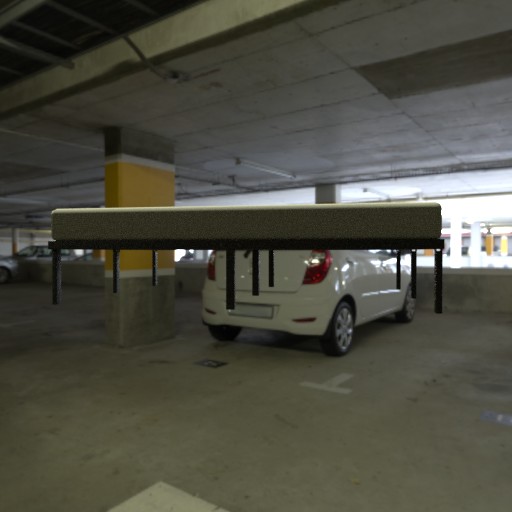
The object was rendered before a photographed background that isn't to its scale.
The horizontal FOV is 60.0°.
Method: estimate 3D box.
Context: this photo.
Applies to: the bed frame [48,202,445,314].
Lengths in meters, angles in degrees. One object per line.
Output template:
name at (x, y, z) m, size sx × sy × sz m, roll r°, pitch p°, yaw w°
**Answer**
bed frame at (0.000, 0.000, 3.808) m, size 2.842 × 0.680 × 2.205 m, roll 0°, pitch 1°, yaw 17°
